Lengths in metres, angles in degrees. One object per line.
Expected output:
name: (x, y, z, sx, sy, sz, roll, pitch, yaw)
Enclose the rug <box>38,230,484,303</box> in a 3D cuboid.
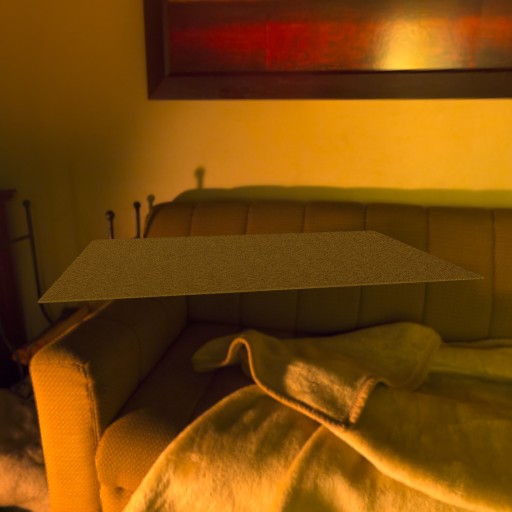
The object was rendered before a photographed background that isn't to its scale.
rug: (0.000, 0.000, 3.097, 2.438, 0.008, 1.523, -2, 14, -10)
